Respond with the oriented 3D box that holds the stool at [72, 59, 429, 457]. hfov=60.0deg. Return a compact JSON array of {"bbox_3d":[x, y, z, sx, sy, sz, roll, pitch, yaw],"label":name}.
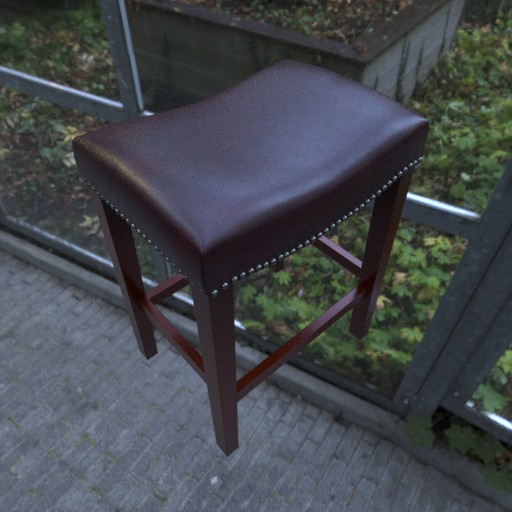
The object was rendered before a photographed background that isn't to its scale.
[{"bbox_3d":[0.000,0.000,0.955,0.504,0.657,0.372,-32,54,-28],"label":"stool"}]
